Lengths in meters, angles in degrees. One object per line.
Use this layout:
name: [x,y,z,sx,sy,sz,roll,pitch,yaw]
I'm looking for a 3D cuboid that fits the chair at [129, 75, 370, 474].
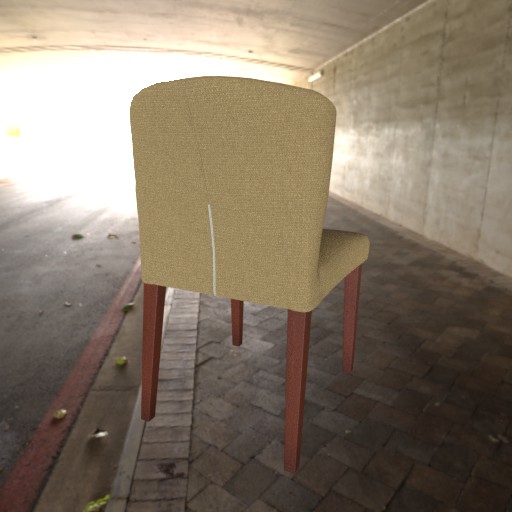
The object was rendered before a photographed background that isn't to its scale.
chair: [0.000,0.000,1.187,0.491,0.839,0.589,8,17,26]
